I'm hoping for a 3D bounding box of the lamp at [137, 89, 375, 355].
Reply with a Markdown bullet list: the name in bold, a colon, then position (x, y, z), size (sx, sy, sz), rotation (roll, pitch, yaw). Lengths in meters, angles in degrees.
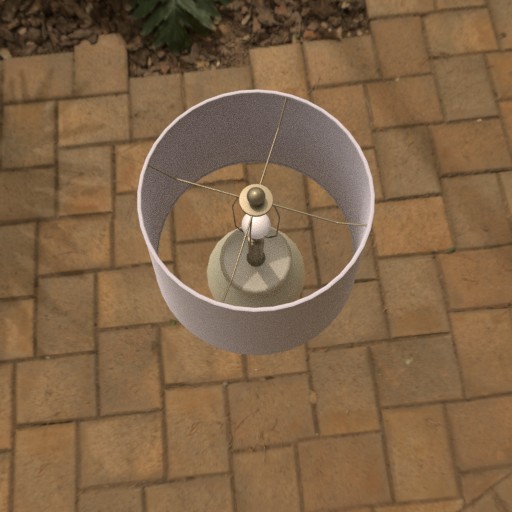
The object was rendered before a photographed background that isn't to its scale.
- **lamp**: position (0.000, 0.000, 0.544), size (0.239, 0.399, 0.239), rotation (0, 76, 0)
